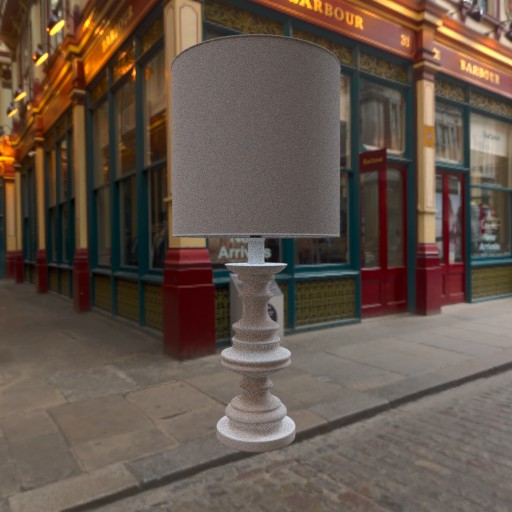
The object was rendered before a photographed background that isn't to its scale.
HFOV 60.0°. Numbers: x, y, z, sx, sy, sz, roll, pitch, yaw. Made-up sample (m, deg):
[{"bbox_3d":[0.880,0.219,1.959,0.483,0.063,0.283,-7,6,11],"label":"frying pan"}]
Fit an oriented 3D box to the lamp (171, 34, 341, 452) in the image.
[{"bbox_3d":[0.000,0.000,0.560,0.208,0.455,0.208,-1,2,-36],"label":"lamp"}]
